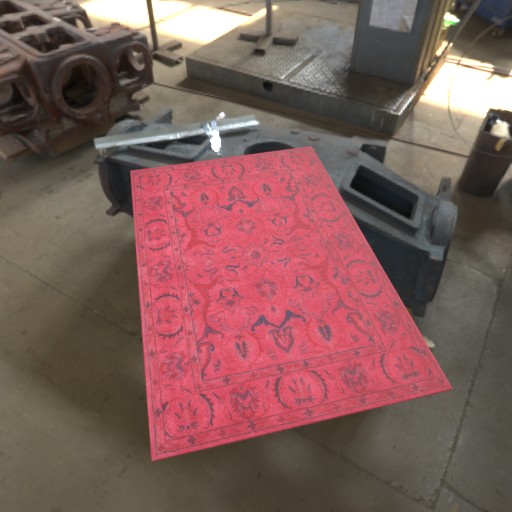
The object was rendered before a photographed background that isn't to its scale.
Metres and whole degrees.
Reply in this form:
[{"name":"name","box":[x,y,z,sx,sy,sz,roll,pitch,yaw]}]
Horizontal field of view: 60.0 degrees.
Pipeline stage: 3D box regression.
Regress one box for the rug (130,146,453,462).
[{"name":"rug","box":[0.000,0.000,2.303,1.209,0.008,1.814,-10,47,-9]}]
